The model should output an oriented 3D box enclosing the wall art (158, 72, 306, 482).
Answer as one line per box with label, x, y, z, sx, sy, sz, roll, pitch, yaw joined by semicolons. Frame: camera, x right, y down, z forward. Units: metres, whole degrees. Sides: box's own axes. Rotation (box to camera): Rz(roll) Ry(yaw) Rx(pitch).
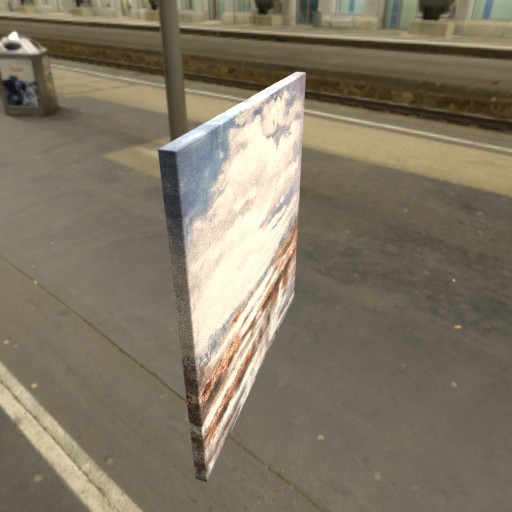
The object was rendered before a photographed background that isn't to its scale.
wall art;0.000;0.000;1.312;0.035;0.897;0.888;10;32;16
